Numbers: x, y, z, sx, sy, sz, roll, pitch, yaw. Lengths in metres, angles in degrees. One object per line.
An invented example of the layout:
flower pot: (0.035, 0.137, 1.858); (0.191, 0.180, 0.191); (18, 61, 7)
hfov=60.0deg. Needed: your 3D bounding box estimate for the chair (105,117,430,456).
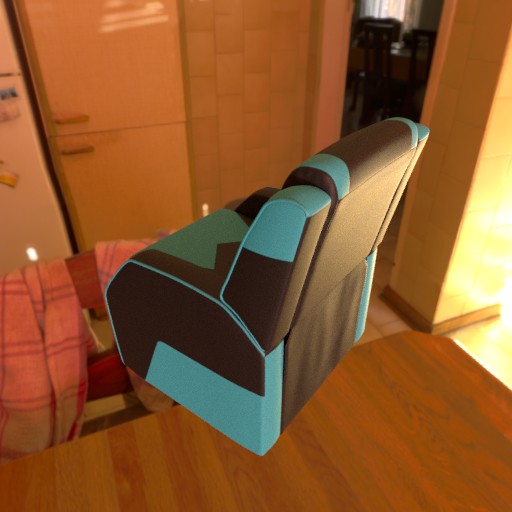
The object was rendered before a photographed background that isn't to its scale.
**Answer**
chair: (0.000, 0.000, 1.281); (0.672, 0.805, 0.620); (21, 37, 31)
